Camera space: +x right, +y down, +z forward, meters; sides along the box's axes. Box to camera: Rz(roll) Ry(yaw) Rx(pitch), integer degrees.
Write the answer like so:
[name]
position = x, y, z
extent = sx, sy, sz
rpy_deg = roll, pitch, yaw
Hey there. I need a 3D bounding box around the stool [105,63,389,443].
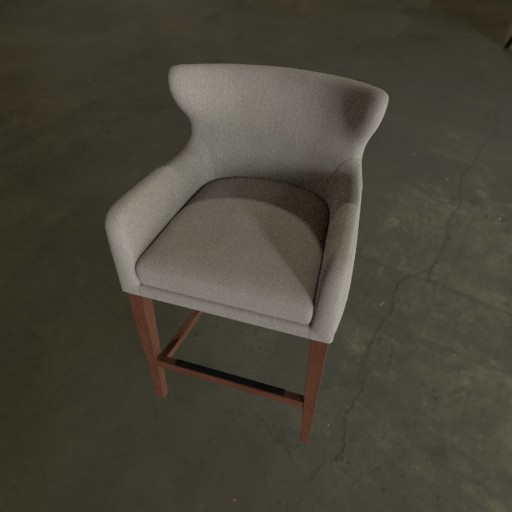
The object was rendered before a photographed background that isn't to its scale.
[stool]
position = 0.000, 0.000, 1.318
extent = 0.575, 0.951, 0.575
rpy_deg = 12, 44, 13
